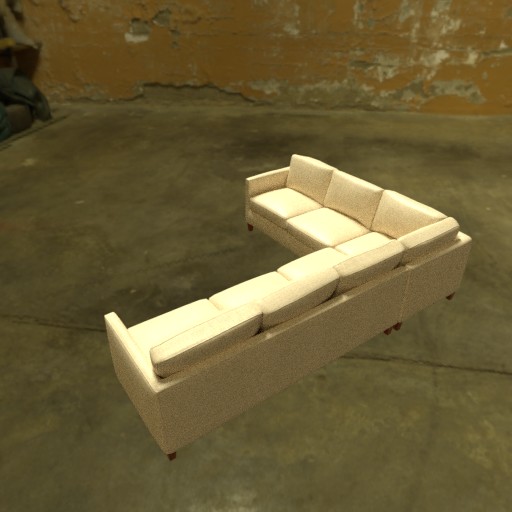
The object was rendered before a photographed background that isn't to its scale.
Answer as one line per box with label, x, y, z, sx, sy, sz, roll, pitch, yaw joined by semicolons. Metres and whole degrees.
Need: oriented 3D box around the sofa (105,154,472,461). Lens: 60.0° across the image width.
sofa;0.000;0.000;4.418;3.302;0.947;2.593;-20;37;-30
